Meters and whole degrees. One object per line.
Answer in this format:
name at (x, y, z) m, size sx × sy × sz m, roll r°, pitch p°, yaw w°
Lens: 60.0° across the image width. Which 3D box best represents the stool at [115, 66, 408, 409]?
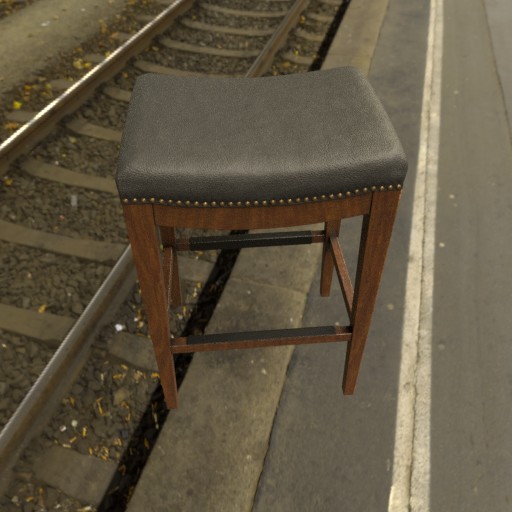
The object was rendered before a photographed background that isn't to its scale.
stool at (0.000, 0.000, 1.030) m, size 0.500 × 0.765 × 0.361 m, roll -3°, pitch 47°, yaw -3°
